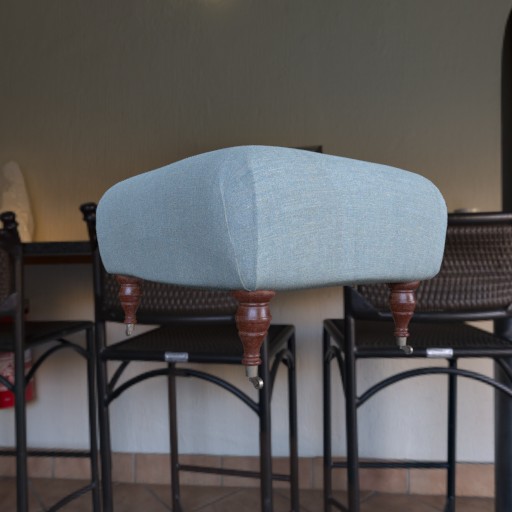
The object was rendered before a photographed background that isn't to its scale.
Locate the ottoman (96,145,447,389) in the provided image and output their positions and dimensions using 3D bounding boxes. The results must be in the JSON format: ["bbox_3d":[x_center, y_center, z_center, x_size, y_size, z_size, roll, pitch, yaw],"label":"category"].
[{"bbox_3d":[0.000,0.000,1.137,0.622,0.450,0.747,0,0,-37],"label":"ottoman"}]
